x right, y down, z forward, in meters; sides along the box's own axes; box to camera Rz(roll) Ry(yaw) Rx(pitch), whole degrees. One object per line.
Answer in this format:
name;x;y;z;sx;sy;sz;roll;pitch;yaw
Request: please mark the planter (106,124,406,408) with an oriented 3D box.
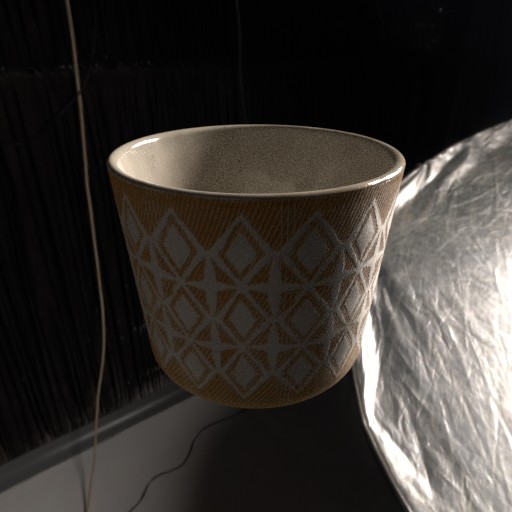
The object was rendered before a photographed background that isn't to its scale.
planter;0.000;0.000;0.218;0.126;0.104;0.126;0;26;0
